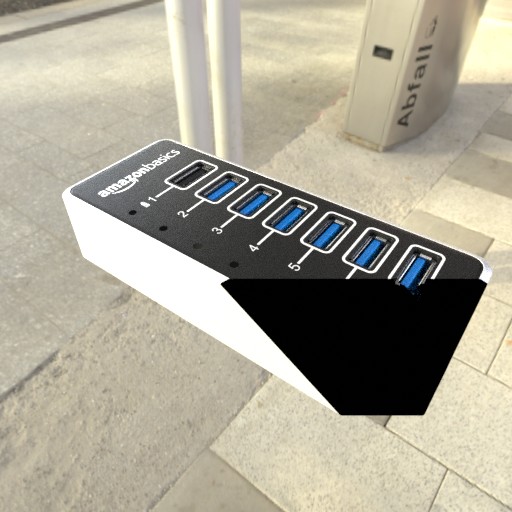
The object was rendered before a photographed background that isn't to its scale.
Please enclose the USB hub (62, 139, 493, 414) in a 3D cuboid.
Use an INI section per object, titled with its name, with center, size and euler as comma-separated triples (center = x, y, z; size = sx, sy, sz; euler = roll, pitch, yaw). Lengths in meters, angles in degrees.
[USB hub]
center = 0.000, 0.000, 0.123
size = 0.110, 0.023, 0.044
euler = 26, 48, 26
